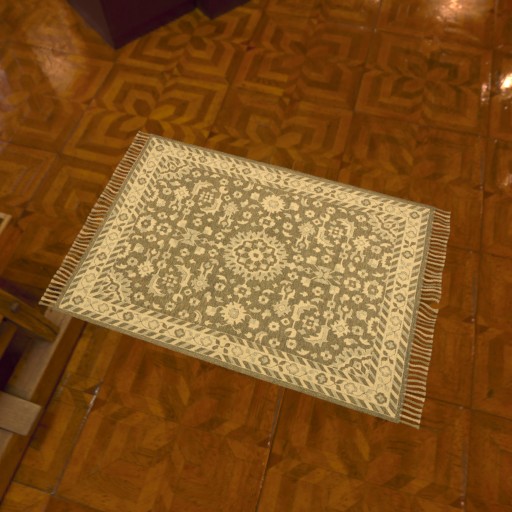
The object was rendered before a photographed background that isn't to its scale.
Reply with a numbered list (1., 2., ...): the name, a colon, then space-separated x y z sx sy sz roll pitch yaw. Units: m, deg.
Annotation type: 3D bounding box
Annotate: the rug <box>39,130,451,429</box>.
1. rug: 0.000 0.000 2.974 2.431 0.025 1.530 16 64 8
